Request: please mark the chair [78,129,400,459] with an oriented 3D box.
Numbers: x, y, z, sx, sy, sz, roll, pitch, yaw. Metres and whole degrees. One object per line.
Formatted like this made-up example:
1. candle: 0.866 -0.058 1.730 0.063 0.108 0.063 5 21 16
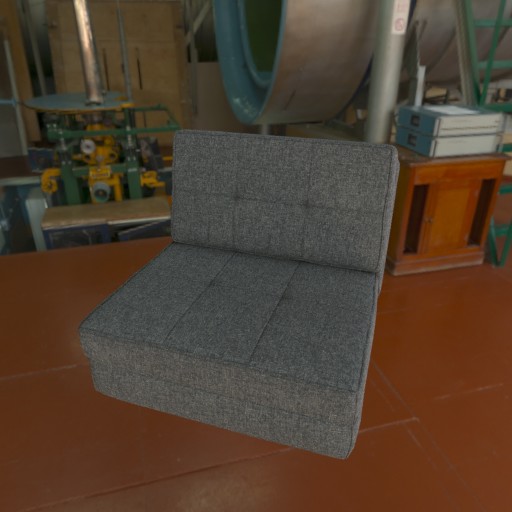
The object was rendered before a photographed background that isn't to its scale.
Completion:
1. chair: 0.000 0.000 1.327 0.740 0.615 0.800 9 29 16
